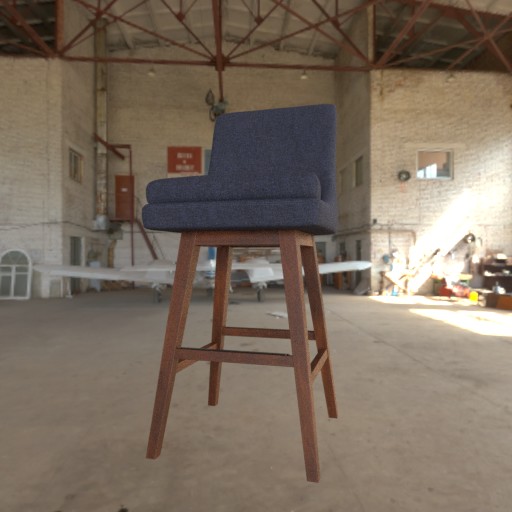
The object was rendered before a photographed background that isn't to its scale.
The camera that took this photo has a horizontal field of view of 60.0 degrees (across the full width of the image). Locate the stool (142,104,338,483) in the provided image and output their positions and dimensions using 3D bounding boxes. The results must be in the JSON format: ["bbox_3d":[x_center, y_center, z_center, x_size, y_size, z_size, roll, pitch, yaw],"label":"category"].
[{"bbox_3d":[0.000,0.000,1.369,0.489,1.068,0.572,0,0,16],"label":"stool"}]
